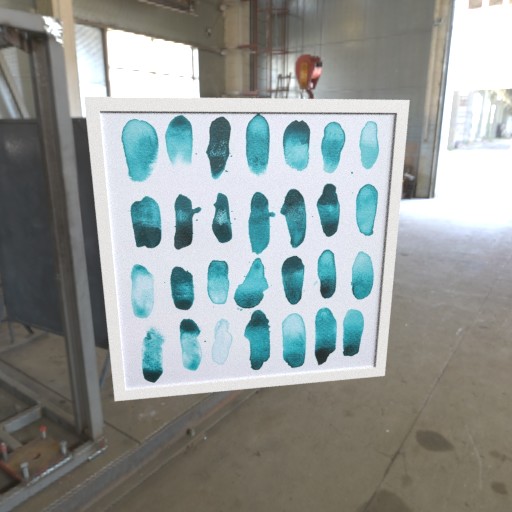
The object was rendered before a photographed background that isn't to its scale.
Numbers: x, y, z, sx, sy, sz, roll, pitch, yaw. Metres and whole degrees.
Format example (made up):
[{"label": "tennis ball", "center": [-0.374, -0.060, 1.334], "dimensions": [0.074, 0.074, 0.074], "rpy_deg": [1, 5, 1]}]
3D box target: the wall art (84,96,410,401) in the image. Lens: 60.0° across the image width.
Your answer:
[{"label": "wall art", "center": [0.000, 0.000, 0.833], "dimensions": [0.558, 0.559, 0.009], "rpy_deg": [-3, 16, -9]}]
